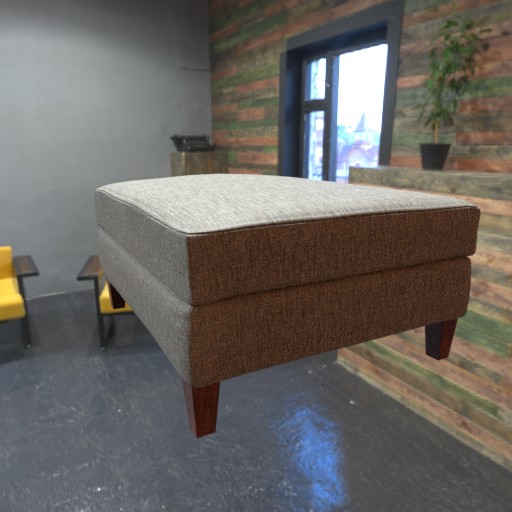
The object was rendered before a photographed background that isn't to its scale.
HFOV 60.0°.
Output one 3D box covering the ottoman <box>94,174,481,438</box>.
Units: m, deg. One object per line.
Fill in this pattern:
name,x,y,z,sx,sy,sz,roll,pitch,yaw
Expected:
ottoman,0.000,0.000,1.423,0.839,0.492,0.994,-7,16,-28
